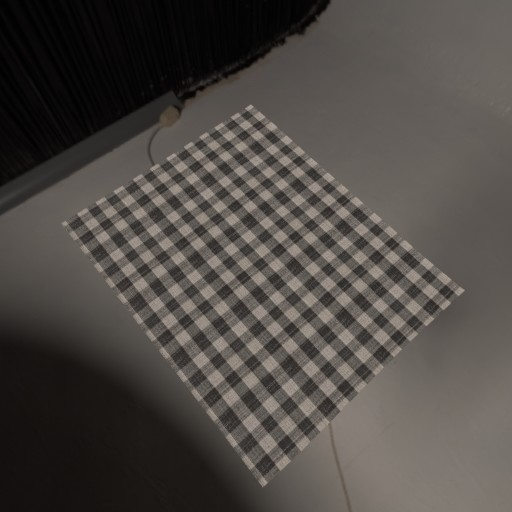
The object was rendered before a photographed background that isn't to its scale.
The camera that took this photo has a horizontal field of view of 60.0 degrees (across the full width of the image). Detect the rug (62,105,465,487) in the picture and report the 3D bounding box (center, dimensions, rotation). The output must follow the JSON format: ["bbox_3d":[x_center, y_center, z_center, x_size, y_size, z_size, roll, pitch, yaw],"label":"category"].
[{"bbox_3d":[0.000,0.000,4.179,2.432,0.013,3.021,-37,69,-17],"label":"rug"}]
